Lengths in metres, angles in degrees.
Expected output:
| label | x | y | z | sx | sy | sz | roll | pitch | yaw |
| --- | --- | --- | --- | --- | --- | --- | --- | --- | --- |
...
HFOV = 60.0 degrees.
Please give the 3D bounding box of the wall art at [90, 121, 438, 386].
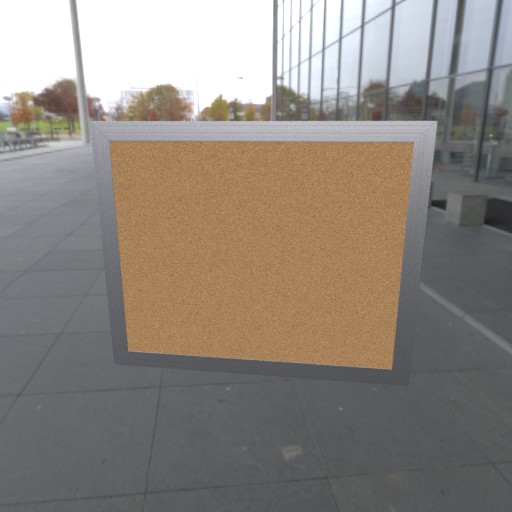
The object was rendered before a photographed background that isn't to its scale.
| label | x | y | z | sx | sy | sz | roll | pitch | yaw |
| --- | --- | --- | --- | --- | --- | --- | --- | --- | --- |
| wall art | 0.000 | 0.000 | 0.784 | 0.557 | 0.456 | 0.032 | 2 | 16 | 8 |
